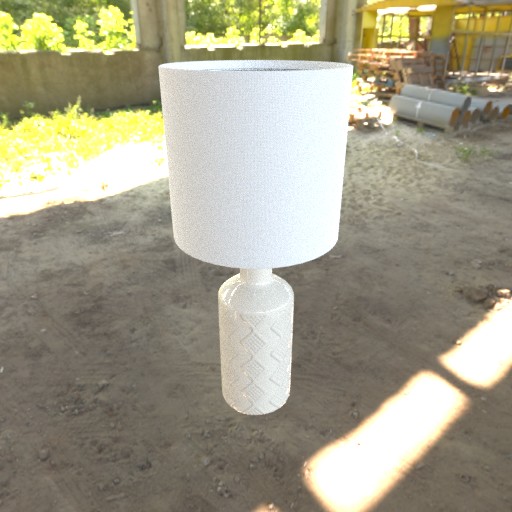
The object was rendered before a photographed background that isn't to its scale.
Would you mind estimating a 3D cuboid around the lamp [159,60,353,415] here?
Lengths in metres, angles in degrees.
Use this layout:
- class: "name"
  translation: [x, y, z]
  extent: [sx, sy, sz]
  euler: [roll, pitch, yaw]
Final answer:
- class: "lamp"
  translation: [0.000, 0.000, 0.580]
  extent: [0.207, 0.461, 0.207]
  euler: [7, 27, 14]
